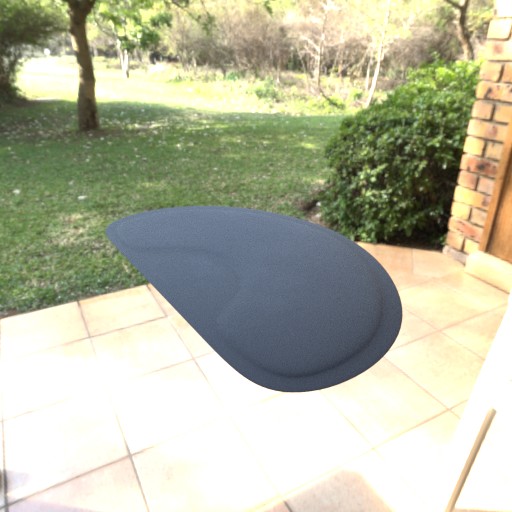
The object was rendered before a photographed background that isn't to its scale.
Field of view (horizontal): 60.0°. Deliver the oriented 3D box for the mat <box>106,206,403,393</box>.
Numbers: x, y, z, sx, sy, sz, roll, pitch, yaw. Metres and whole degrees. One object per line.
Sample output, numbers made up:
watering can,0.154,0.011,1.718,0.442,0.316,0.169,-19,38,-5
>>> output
mat,0.000,0.000,1.866,0.913,0.013,1.524,-17,31,-31
